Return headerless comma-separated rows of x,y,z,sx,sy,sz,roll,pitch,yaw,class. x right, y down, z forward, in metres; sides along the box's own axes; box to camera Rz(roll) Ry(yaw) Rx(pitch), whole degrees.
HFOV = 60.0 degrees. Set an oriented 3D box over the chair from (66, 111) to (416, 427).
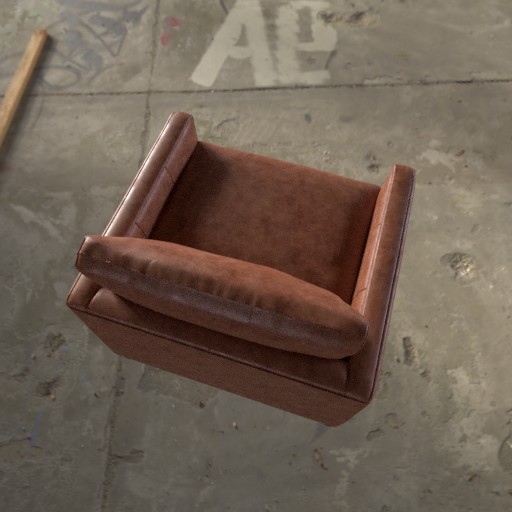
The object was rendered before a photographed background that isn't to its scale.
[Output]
0.000,0.000,1.608,0.967,0.869,0.862,16,63,8,chair
